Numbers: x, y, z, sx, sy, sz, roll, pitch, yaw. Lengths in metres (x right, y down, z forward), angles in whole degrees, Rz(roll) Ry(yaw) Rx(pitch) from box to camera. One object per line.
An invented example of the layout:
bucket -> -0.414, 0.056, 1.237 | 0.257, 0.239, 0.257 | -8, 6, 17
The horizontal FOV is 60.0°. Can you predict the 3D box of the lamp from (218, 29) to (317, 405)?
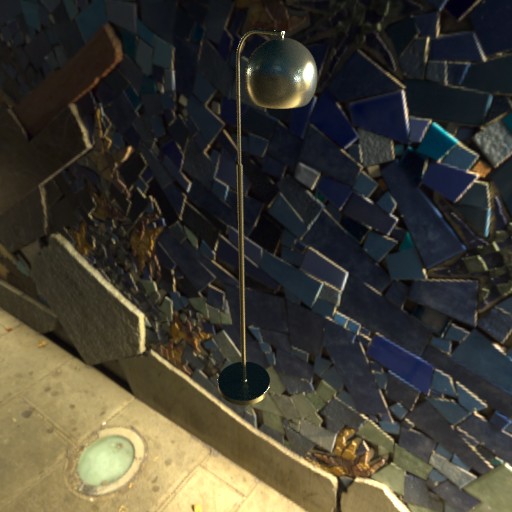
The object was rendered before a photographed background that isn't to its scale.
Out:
lamp -> 0.000, 0.000, 1.668 | 0.250, 1.526, 0.431 | -23, 38, -33
